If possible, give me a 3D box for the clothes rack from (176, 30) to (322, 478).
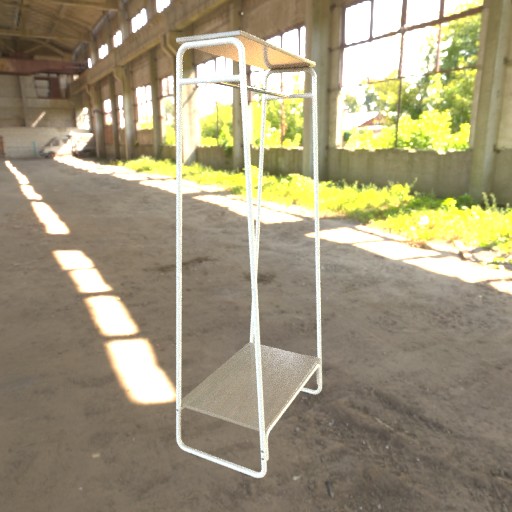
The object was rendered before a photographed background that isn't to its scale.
[{"bbox_3d":[0.000,0.000,1.782,0.400,1.512,0.640,7,17,26],"label":"clothes rack"}]
